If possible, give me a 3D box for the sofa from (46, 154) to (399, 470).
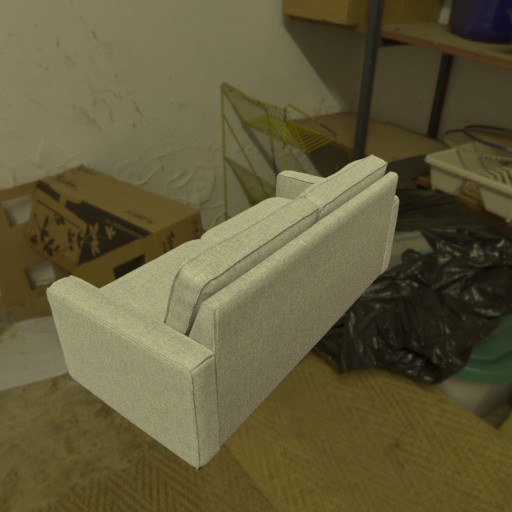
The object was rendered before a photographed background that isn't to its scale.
[{"bbox_3d":[0.000,0.000,2.588,0.945,0.918,2.078,20,35,31],"label":"sofa"}]
